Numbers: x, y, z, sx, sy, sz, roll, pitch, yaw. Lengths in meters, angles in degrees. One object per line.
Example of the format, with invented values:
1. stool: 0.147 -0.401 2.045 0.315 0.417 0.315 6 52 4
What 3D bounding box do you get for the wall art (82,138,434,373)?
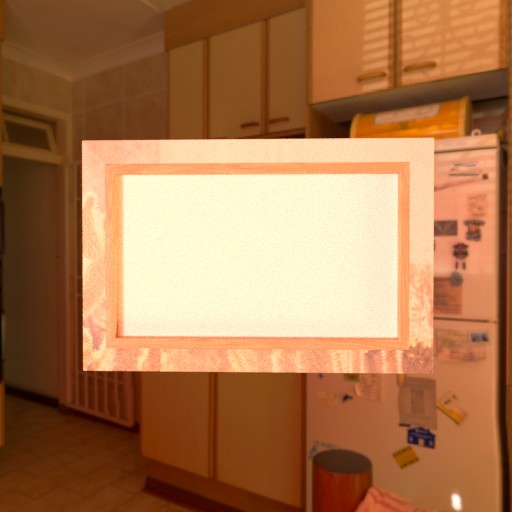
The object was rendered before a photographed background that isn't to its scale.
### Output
1. wall art: 0.000 0.000 1.944 1.525 1.012 0.038 0 1 2
